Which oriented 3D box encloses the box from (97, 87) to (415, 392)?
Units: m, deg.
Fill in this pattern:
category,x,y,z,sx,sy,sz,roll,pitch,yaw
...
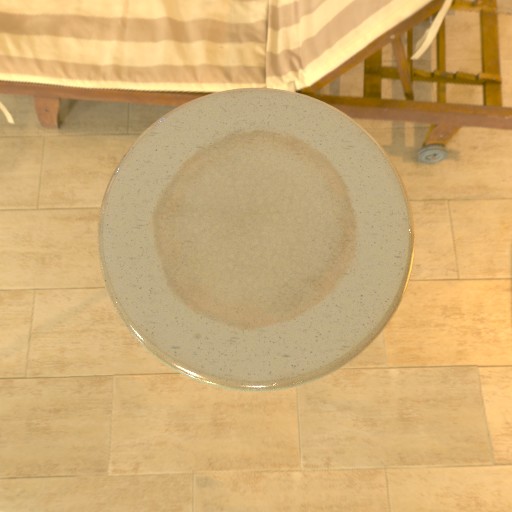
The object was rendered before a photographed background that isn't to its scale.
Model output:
category,x,y,z,sx,sy,sz,roll,pitch,yaw
box,0.000,0.000,0.269,0.154,0.123,0.154,0,75,0
